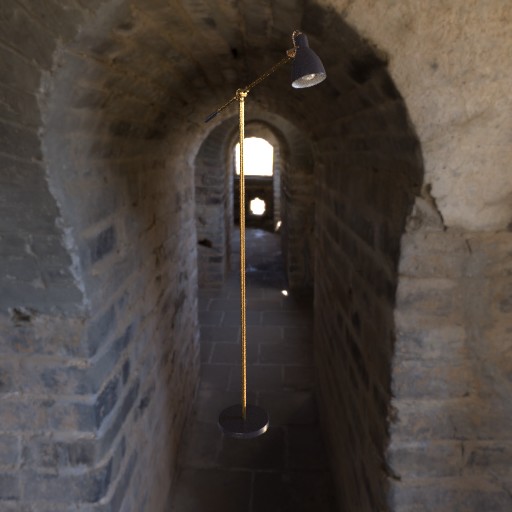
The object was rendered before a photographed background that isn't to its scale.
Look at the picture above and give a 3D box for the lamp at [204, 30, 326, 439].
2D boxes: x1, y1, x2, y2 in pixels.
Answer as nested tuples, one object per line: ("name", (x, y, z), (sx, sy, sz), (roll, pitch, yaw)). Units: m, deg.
("lamp", (0.000, 0.000, 1.814), (0.235, 1.628, 0.618), (-13, 19, -43))
